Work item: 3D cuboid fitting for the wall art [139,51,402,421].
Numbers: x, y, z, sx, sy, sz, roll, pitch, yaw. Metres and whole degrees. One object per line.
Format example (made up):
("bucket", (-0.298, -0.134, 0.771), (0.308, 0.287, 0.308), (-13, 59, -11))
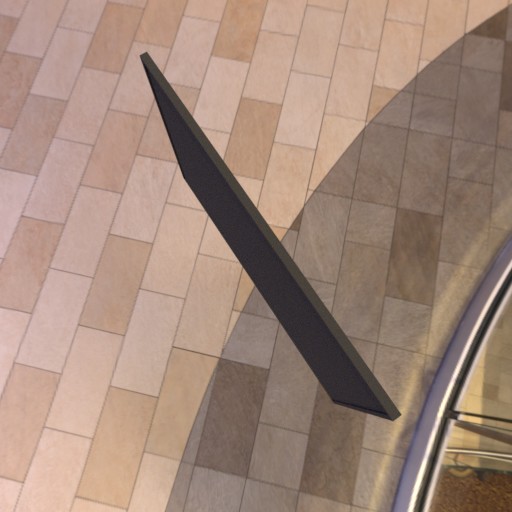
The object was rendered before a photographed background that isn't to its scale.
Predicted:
("wall art", (0.000, 0.000, 1.537), (0.028, 0.805, 1.190), (-32, 77, -9))
